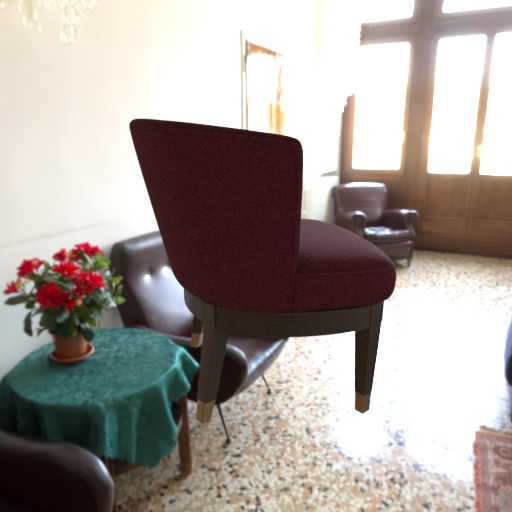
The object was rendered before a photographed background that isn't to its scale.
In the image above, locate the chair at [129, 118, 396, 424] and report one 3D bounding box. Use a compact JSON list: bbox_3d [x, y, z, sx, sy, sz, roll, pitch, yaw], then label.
[{"bbox_3d":[0.000,0.000,1.300,0.660,0.760,0.700,-3,15,-10],"label":"chair"}]
